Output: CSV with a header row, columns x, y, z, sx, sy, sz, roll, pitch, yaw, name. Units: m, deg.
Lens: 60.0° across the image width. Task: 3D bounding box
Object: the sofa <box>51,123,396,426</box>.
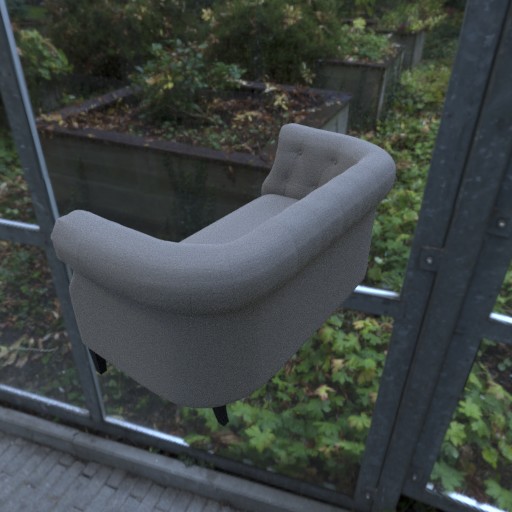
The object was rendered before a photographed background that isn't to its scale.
x,y,z,sx,sy,sz,roll,pitch,yaw,name
0.000,0.000,2.047,0.835,0.827,1.558,22,38,31,sofa
